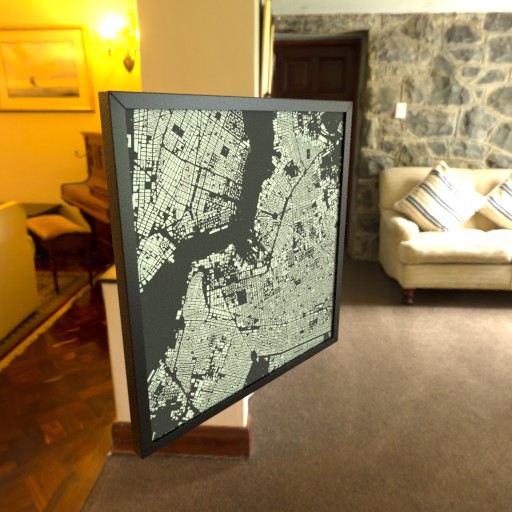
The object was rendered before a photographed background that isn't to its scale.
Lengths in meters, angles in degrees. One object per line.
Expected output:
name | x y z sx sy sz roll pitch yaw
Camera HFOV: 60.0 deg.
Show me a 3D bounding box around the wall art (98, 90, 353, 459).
wall art | 0.000 0.000 1.131 0.038 0.761 0.755 16 23 42
